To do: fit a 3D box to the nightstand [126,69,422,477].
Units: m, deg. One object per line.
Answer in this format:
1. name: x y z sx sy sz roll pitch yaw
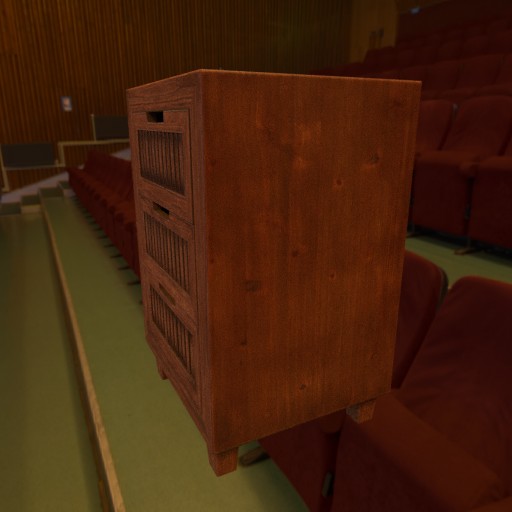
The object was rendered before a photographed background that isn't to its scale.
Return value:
1. nightstand: 0.000 0.000 0.969 0.410 0.695 0.465 -9 19 -26
